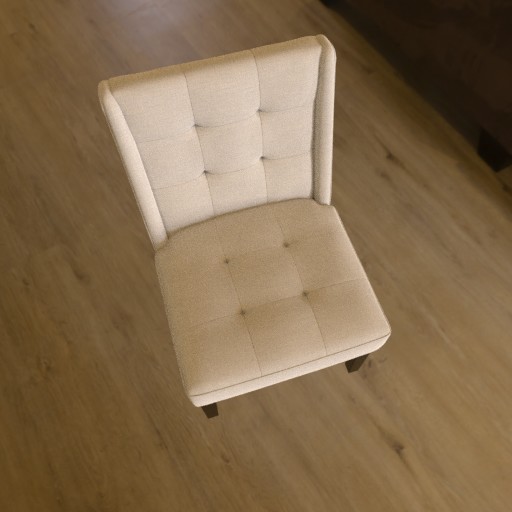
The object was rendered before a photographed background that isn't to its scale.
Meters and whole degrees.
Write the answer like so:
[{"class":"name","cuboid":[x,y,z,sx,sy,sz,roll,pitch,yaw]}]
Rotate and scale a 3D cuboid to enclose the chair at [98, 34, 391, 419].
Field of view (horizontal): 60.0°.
[{"class":"chair","cuboid":[0.000,0.000,1.264,0.569,0.853,0.676,-16,64,-8]}]
